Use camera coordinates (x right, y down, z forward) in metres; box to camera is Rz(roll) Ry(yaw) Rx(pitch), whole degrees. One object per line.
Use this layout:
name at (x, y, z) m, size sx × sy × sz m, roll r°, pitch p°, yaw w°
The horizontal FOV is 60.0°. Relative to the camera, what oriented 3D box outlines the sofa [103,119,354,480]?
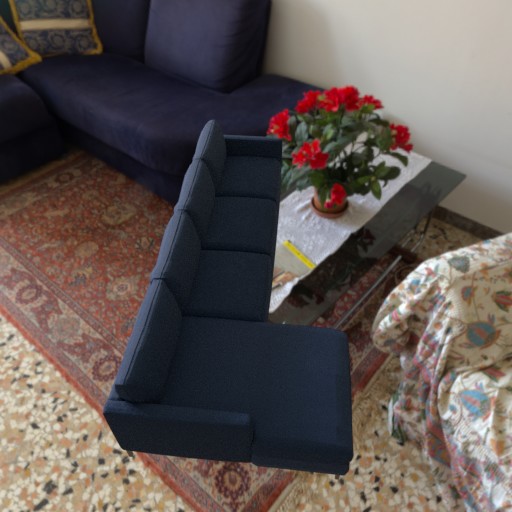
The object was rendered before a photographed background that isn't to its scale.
sofa at (0.000, 0.000, 2.849) m, size 1.128 × 0.679 × 2.450 m, roll 4°, pitch 45°, yaw 4°
